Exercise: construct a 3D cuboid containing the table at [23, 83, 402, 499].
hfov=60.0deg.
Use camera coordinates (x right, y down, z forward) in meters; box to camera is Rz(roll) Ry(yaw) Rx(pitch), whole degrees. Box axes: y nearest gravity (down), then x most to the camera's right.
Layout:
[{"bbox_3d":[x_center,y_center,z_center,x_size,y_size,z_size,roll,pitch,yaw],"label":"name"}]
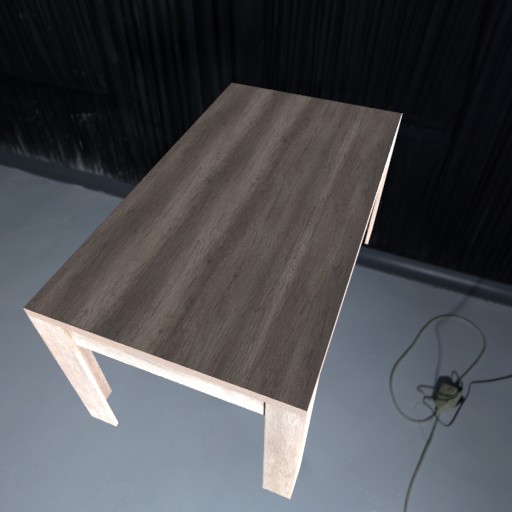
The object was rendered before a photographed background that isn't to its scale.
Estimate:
[{"bbox_3d":[0.000,0.000,2.030,0.900,0.775,1.600,16,49,14],"label":"table"}]
